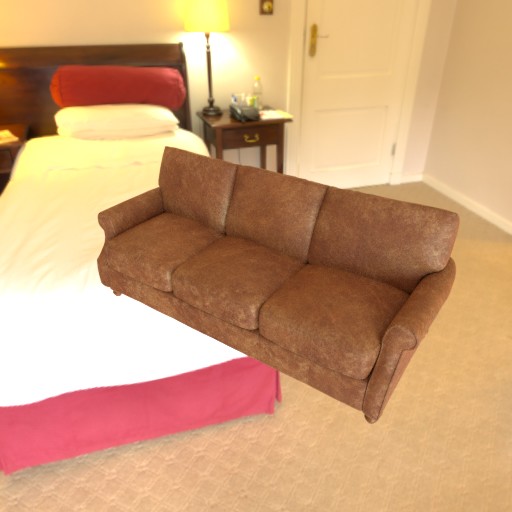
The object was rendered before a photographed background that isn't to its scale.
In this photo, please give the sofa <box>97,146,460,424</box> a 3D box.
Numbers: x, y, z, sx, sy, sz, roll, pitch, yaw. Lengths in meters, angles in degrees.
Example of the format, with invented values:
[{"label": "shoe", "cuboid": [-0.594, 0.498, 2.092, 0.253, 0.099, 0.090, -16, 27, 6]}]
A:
[{"label": "sofa", "cuboid": [0.000, 0.000, 2.922, 2.351, 0.977, 0.973, 19, 35, 30]}]
